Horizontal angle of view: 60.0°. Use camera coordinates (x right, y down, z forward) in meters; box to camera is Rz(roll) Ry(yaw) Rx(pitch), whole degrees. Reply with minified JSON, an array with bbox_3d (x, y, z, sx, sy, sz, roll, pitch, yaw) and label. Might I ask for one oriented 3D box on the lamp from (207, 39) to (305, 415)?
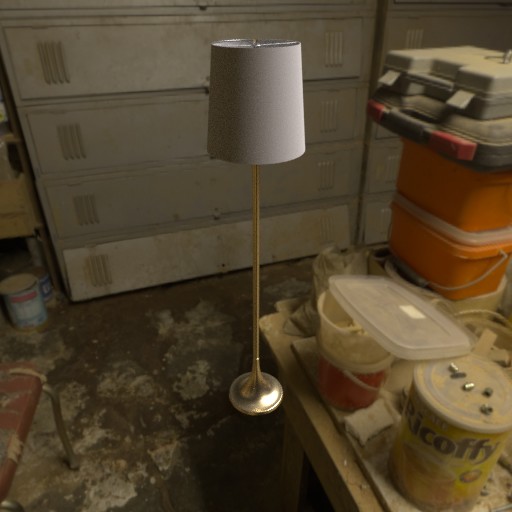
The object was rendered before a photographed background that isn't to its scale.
[{"bbox_3d":[0.000,0.000,1.749,0.337,1.543,0.337,0,31,0],"label":"lamp"}]
